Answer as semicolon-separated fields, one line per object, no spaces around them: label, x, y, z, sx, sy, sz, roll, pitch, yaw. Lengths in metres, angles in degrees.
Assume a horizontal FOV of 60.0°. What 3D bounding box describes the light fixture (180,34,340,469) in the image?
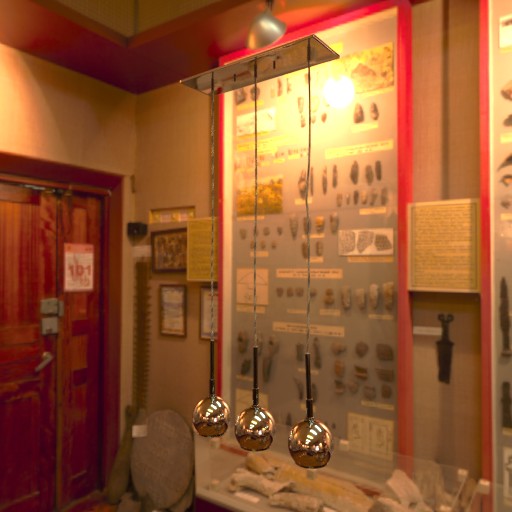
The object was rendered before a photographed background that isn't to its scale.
light fixture;0.000;0.000;1.656;0.623;1.408;0.188;-1;-1;37
